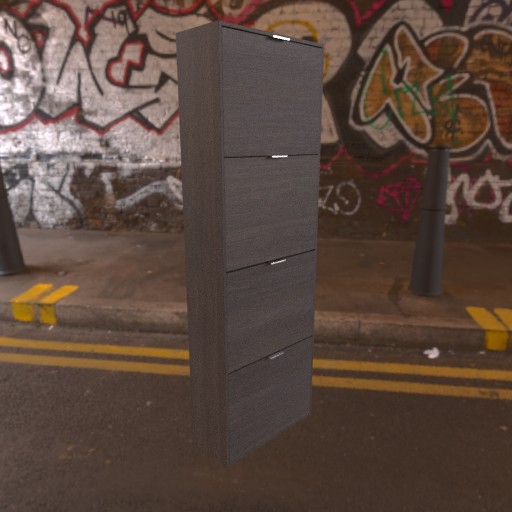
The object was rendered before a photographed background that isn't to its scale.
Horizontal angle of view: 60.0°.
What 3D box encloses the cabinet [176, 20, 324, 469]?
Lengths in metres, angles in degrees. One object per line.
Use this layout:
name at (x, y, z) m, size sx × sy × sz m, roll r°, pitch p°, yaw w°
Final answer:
cabinet at (0.000, 0.000, 1.813) m, size 0.520 × 1.630 × 0.255 m, roll -14°, pitch 20°, yaw -42°
